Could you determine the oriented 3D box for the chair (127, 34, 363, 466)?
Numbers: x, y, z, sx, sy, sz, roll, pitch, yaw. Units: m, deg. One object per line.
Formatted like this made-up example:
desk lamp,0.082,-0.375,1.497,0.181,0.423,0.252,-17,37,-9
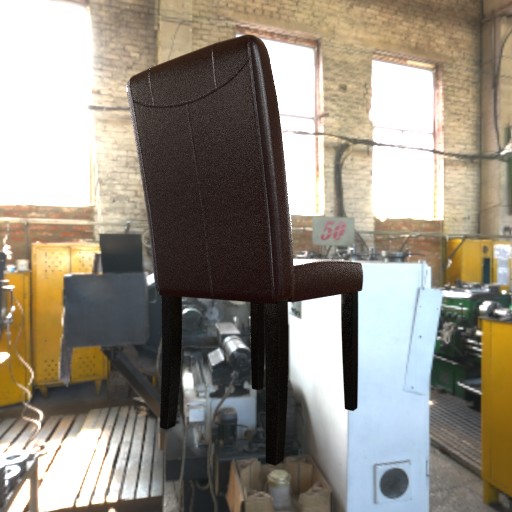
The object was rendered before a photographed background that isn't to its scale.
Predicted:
chair,0.000,0.000,1.196,0.399,0.897,0.556,0,0,36
